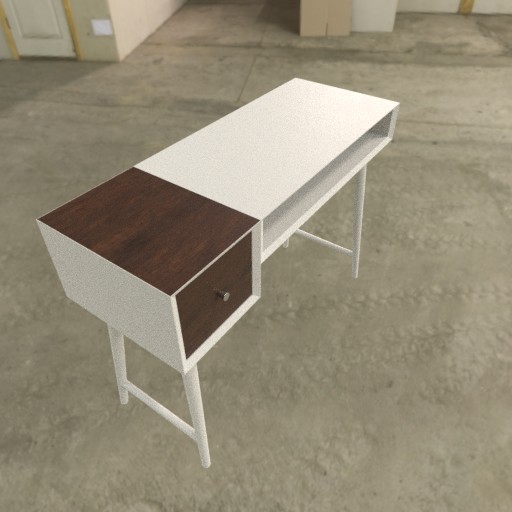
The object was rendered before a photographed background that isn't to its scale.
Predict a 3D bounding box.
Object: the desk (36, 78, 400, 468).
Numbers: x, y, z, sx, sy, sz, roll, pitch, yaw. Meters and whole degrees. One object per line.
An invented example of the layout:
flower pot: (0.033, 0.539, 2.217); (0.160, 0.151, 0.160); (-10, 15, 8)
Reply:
desk: (0.000, 0.000, 1.448); (0.409, 0.761, 1.069); (25, 47, 26)
